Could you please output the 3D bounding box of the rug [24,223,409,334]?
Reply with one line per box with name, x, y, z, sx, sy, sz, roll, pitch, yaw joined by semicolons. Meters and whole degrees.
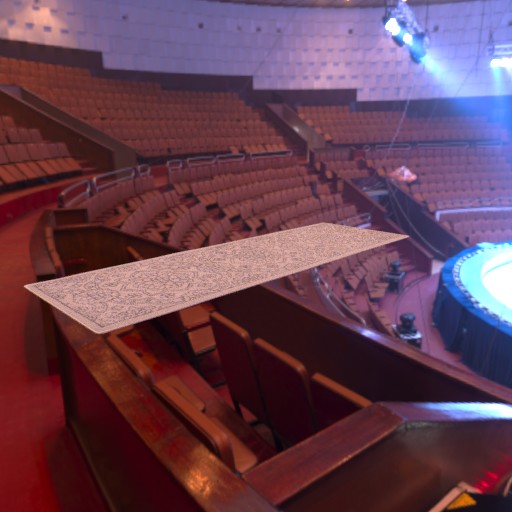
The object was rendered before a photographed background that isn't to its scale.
rug;0.000;0.000;2.720;0.806;0.006;2.431;14;20;43
